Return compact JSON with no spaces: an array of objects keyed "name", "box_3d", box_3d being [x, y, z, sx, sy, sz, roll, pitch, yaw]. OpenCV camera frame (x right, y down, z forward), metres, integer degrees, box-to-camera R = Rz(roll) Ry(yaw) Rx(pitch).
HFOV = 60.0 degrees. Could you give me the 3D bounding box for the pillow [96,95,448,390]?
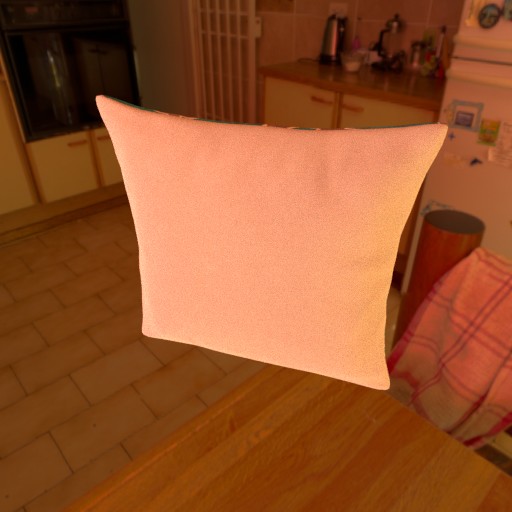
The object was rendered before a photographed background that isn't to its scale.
[{"name":"pillow","box_3d":[0.000,0.000,0.771,0.526,0.507,0.166,10,33,15]}]
